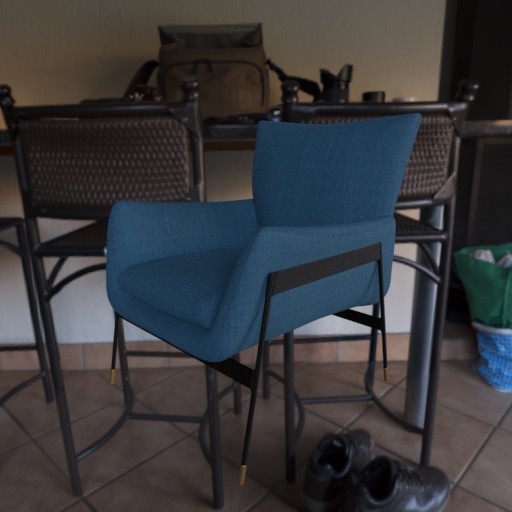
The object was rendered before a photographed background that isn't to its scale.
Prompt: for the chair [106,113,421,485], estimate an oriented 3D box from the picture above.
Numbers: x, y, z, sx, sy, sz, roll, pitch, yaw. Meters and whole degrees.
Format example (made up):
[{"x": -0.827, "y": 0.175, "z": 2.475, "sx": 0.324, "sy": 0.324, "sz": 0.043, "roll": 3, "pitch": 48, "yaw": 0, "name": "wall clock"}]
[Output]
[{"x": 0.000, "y": 0.000, "z": 1.392, "sx": 0.769, "sy": 0.859, "sz": 0.678, "roll": -14, "pitch": 20, "yaw": -43, "name": "chair"}]
